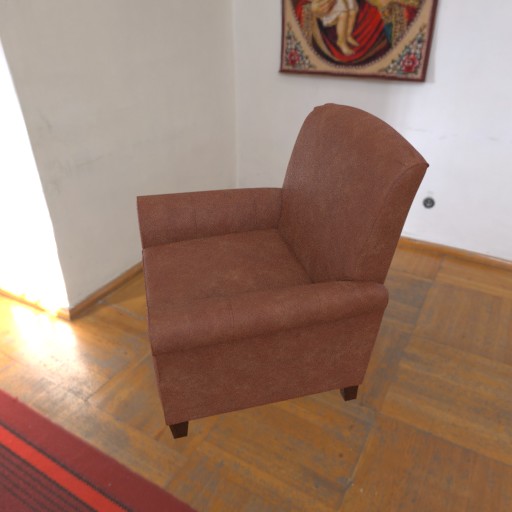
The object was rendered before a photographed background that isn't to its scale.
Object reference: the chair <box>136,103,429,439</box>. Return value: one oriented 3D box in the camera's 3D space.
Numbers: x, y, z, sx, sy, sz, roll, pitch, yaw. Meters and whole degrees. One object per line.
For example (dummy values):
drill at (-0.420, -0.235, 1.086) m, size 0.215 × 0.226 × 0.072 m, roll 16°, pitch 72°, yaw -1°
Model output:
chair at (0.000, 0.000, 1.762) m, size 0.902 × 1.061 × 0.978 m, roll -8°, pitch 32°, yaw -13°
